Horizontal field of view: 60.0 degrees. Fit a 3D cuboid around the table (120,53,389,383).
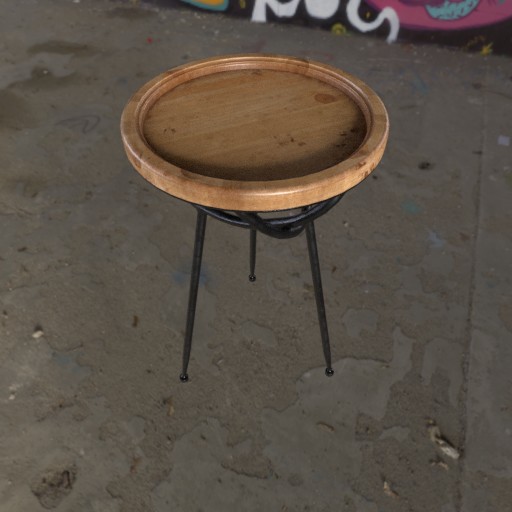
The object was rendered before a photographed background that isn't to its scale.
[{"bbox_3d":[0.000,0.000,0.925,0.418,0.664,0.414,32,55,26],"label":"table"}]
